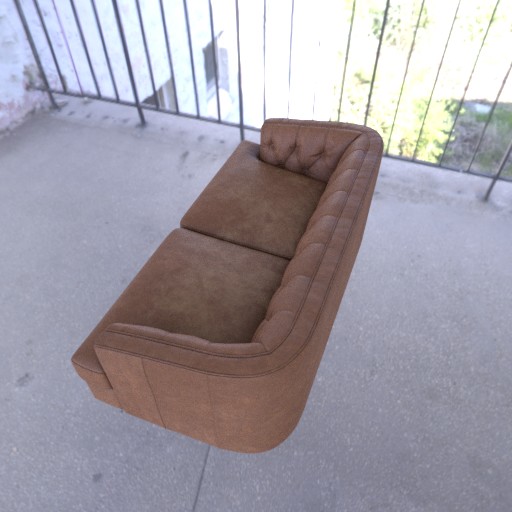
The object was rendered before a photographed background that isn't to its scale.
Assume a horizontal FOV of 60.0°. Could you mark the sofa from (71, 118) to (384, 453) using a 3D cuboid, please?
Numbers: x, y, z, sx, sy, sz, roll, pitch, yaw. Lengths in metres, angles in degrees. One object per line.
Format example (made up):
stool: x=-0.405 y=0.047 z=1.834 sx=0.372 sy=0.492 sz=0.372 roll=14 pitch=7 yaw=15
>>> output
sofa: x=0.000 y=0.000 z=2.246 sx=0.914 sy=0.786 sz=1.755 roll=16 pitch=48 yaw=15
